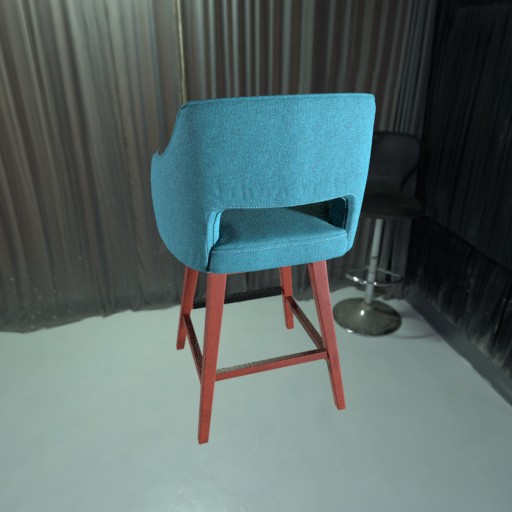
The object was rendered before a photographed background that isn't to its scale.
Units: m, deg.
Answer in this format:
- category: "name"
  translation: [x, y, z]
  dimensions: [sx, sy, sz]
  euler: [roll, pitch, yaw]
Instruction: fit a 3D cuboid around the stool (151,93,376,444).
- category: "stool"
  translation: [0.000, 0.000, 1.311]
  dimensions: [0.548, 0.961, 0.556]
  euler: [-8, 28, -15]
